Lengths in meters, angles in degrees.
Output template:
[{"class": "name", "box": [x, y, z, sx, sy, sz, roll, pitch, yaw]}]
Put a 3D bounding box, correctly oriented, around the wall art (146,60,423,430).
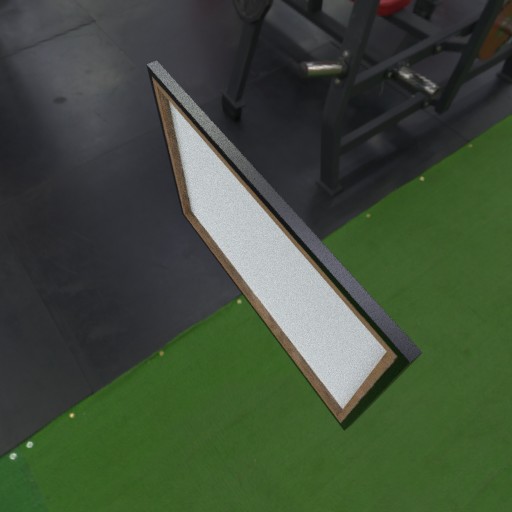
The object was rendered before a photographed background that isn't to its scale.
[{"class": "wall art", "box": [0.000, 0.000, 0.846, 0.022, 0.446, 0.659, -31, 64, -17]}]
